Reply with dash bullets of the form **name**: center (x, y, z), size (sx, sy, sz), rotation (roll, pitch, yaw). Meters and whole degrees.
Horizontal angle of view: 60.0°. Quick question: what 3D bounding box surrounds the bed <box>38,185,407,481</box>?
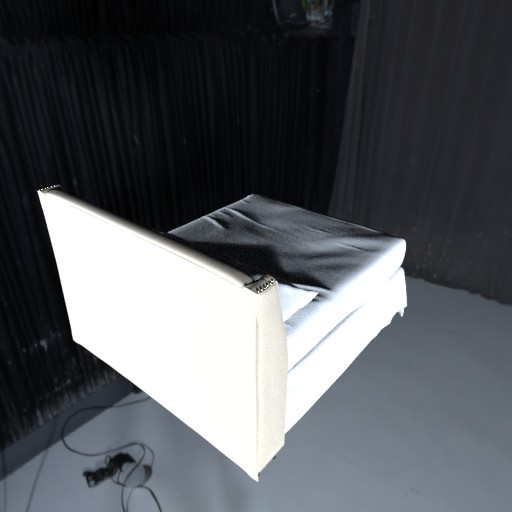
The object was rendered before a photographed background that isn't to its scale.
- **bed**: center (0.000, 0.000, 3.462), size (1.925, 1.332, 2.276), rotation (22, 36, 34)
